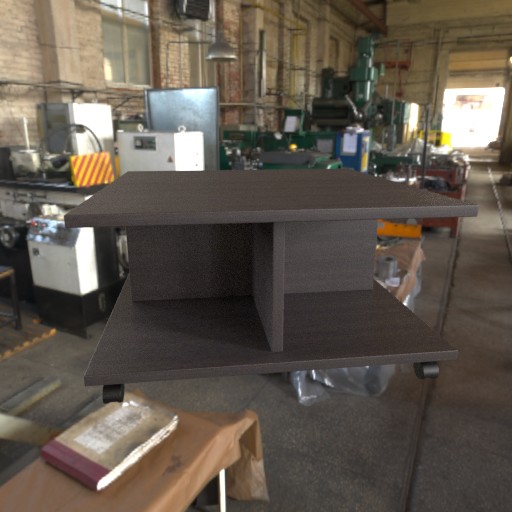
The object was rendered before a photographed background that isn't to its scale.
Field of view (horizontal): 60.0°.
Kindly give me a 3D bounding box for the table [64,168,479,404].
[{"bbox_3d":[0.000,0.000,1.219,0.762,0.396,0.762,-2,17,-7],"label":"table"}]
